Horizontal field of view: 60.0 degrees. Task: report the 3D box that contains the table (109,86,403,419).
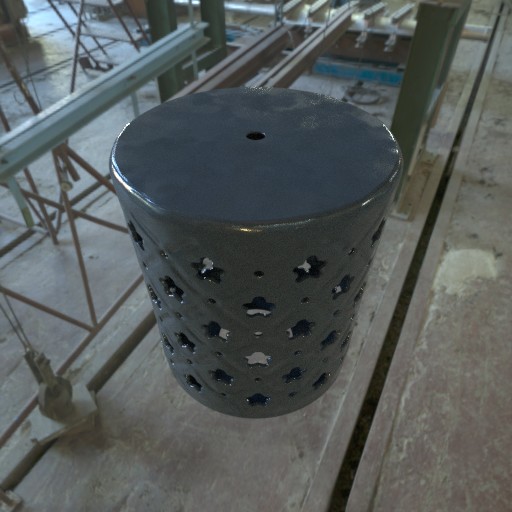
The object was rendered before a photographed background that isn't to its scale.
[{"bbox_3d":[0.000,0.000,0.663,0.352,0.387,0.352,0,41,0],"label":"table"}]
